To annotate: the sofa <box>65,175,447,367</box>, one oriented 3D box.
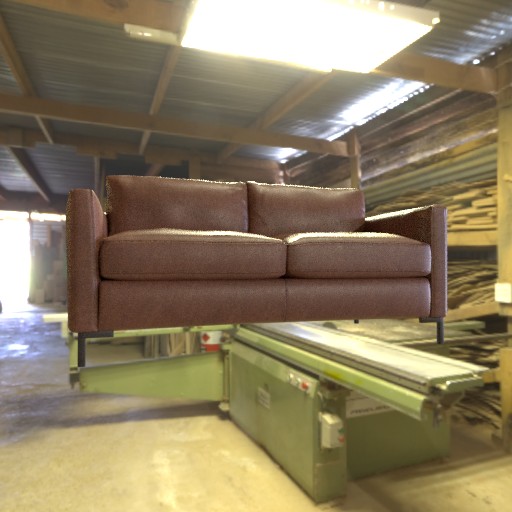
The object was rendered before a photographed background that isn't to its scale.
[{"bbox_3d":[0.000,0.000,2.341,1.797,0.883,0.899,0,-1,-18],"label":"sofa"}]
